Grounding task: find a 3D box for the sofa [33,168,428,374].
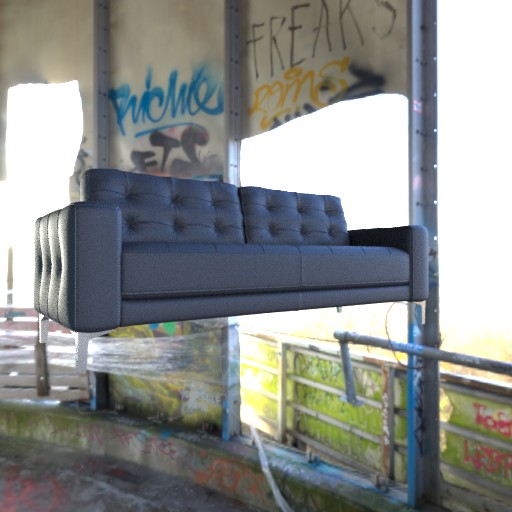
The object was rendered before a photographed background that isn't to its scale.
[{"bbox_3d":[0.000,0.000,2.613,2.275,0.893,0.833,0,0,-36],"label":"sofa"}]
